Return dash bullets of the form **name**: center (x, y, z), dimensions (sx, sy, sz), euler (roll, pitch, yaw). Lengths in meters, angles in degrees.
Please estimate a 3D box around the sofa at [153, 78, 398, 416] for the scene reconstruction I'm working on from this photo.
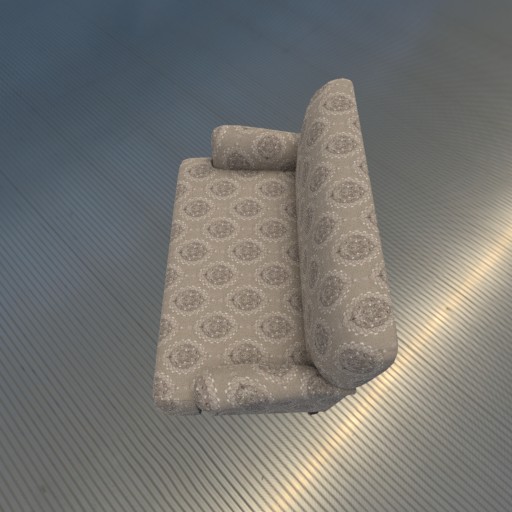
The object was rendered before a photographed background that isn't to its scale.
- **sofa**: center (0.000, 0.000, 1.853), dimensions (0.779, 0.889, 1.297), euler (0, 59, 0)
